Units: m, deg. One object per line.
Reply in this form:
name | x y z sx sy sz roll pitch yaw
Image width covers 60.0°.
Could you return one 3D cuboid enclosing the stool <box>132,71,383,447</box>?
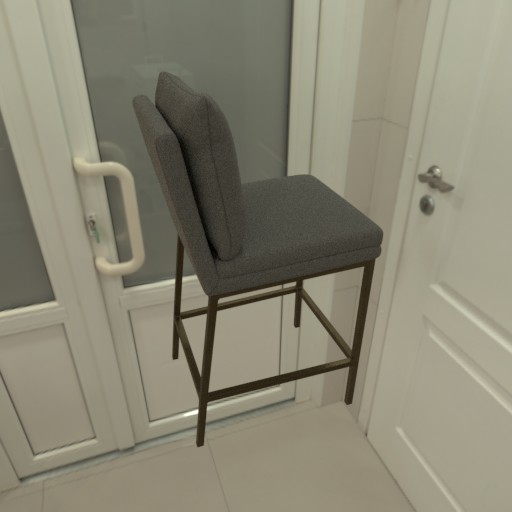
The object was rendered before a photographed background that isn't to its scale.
stool | 0.000 0.000 1.344 0.569 1.030 0.463 -11 33 -17
